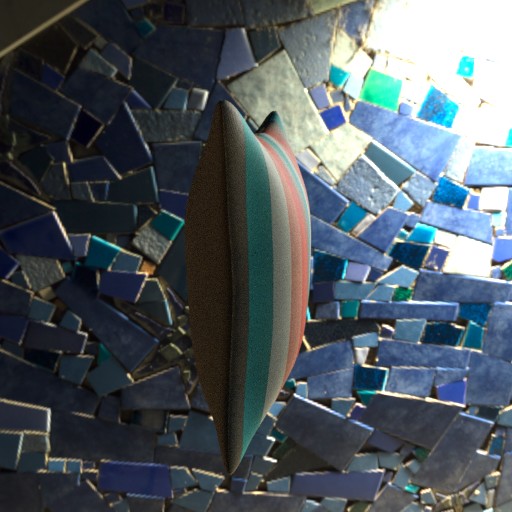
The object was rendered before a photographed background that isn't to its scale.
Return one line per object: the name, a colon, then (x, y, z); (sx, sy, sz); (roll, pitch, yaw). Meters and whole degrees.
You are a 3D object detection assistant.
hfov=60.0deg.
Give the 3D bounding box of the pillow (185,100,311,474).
pillow: (0.000, 0.000, 0.693); (0.168, 0.443, 0.453); (3, 17, 8)
